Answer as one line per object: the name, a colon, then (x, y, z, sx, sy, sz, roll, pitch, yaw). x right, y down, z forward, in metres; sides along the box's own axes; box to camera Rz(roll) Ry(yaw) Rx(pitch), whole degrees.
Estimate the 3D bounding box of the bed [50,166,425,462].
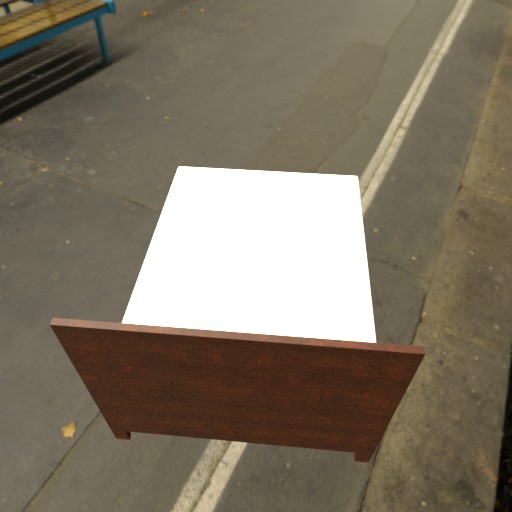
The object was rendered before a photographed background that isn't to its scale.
bed: (0.000, 0.000, 3.082, 1.600, 1.270, 2.184, 4, 47, 4)
